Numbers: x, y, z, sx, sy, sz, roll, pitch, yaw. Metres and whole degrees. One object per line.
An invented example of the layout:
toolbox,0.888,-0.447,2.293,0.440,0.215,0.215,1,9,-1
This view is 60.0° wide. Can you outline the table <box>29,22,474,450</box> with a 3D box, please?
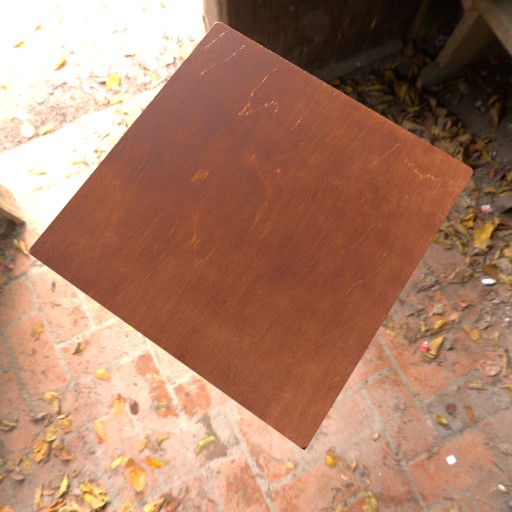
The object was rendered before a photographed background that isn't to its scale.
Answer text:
table,0.000,0.000,0.839,0.427,0.520,0.427,33,79,8
